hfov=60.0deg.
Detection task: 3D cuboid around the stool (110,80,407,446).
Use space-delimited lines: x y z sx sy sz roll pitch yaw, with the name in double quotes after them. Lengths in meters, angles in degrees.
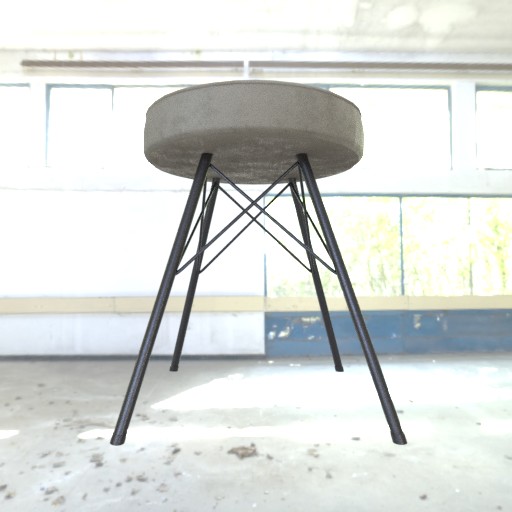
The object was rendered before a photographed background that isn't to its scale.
0.000 0.000 0.849 0.423 0.538 0.457 0 -2 0 "stool"
